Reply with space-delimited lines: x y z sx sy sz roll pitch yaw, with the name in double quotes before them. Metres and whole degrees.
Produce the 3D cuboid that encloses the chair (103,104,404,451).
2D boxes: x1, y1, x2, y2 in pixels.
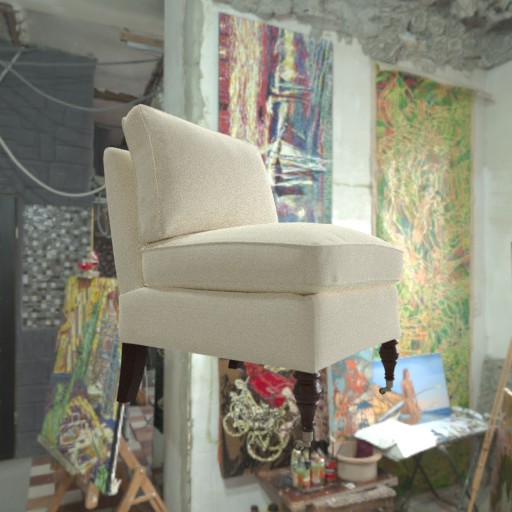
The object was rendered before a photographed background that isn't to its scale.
"chair" 0.000 0.000 1.403 0.781 0.887 0.630 -1 -1 36
